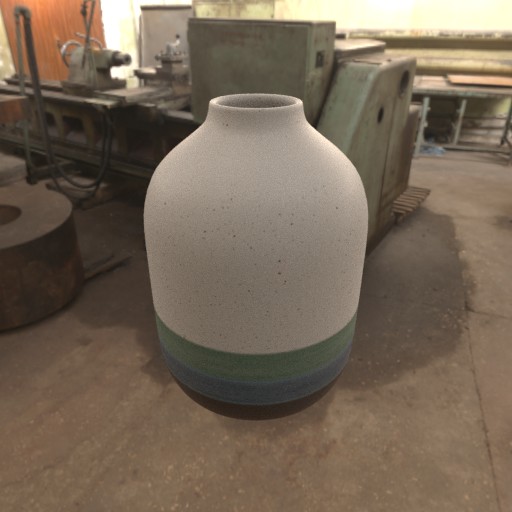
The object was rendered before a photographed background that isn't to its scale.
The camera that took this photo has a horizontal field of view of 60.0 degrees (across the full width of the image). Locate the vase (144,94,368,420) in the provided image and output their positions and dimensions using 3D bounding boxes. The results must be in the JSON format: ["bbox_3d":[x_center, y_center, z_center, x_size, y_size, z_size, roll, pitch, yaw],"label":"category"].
[{"bbox_3d":[0.000,0.000,0.358,0.169,0.240,0.169,0,28,0],"label":"vase"}]
